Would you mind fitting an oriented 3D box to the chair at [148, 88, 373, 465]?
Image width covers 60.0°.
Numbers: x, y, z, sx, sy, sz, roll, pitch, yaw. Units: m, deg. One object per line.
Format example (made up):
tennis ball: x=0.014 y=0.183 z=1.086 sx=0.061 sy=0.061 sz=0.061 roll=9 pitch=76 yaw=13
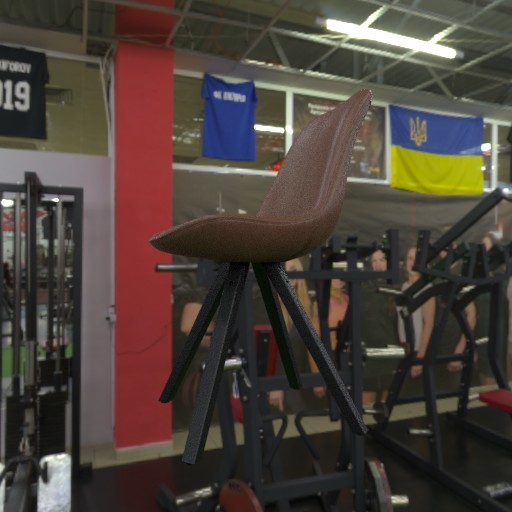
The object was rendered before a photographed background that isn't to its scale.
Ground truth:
chair: x=0.000 y=0.000 z=1.167 sx=0.550 sy=0.850 sz=0.475 roll=0 pitch=1 yaw=-19
